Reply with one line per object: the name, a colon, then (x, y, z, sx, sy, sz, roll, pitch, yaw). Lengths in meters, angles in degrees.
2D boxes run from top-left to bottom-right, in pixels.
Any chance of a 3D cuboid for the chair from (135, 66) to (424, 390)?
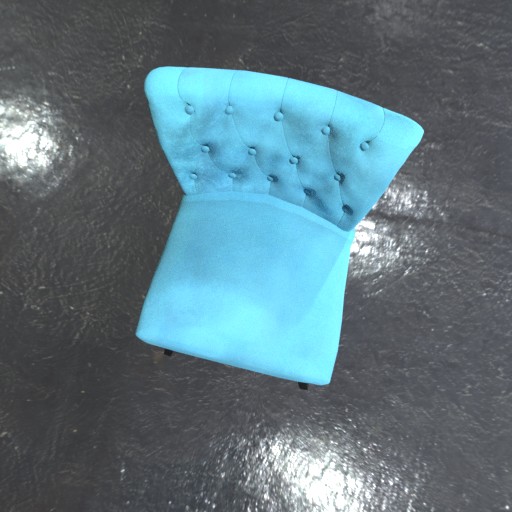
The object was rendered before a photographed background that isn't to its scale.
chair: (0.000, 0.000, 1.189, 0.582, 0.750, 0.605, 13, 74, 4)
